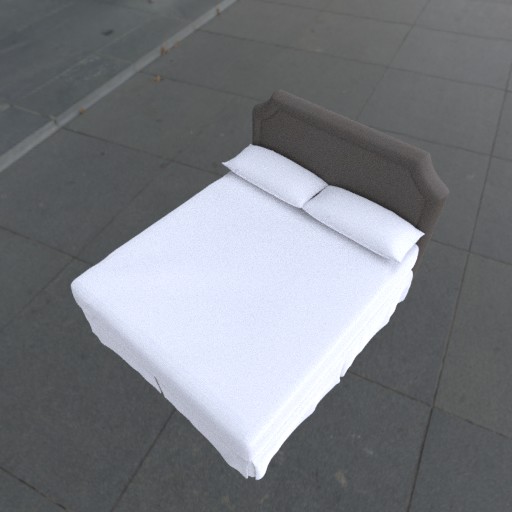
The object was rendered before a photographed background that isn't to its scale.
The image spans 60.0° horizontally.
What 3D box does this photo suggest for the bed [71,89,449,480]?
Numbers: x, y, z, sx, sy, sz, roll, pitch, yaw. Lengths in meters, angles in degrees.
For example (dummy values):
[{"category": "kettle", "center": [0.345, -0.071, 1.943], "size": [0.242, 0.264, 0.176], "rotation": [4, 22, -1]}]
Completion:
[{"category": "bed", "center": [0.000, 0.000, 3.874], "size": [2.194, 1.561, 2.536], "rotation": [33, 57, 26]}]
